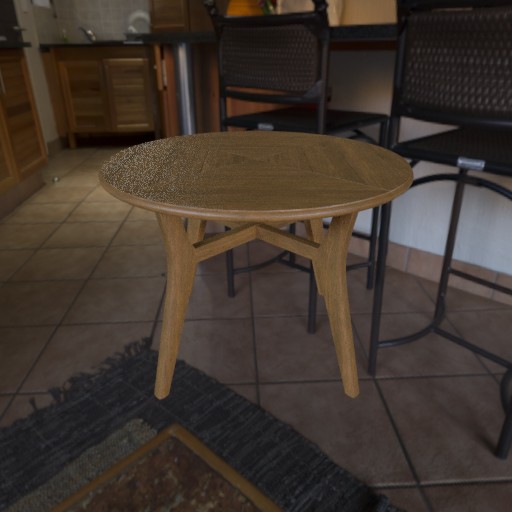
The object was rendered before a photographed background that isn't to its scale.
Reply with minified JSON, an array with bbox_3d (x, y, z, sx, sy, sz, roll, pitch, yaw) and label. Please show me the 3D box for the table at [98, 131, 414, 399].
[{"bbox_3d":[0.000,0.000,1.716,1.055,0.757,1.055,0,26,0],"label":"table"}]
